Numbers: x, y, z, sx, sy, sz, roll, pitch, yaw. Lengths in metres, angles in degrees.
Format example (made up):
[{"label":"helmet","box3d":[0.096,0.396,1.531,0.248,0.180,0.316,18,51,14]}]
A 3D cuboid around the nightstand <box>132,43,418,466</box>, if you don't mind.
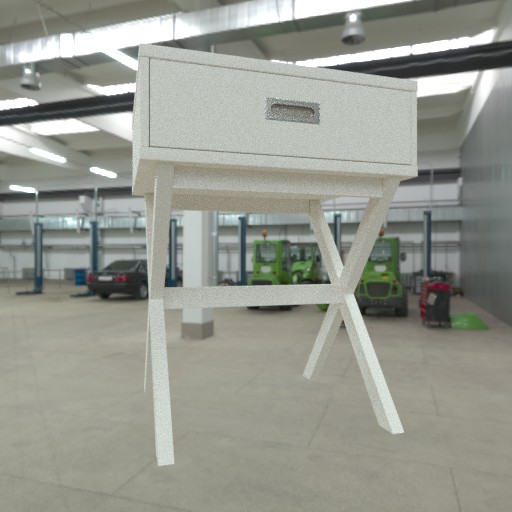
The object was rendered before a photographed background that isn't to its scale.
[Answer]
[{"label":"nightstand","box3d":[0.000,0.000,0.909,0.479,0.623,0.402,0,0,-17]}]
